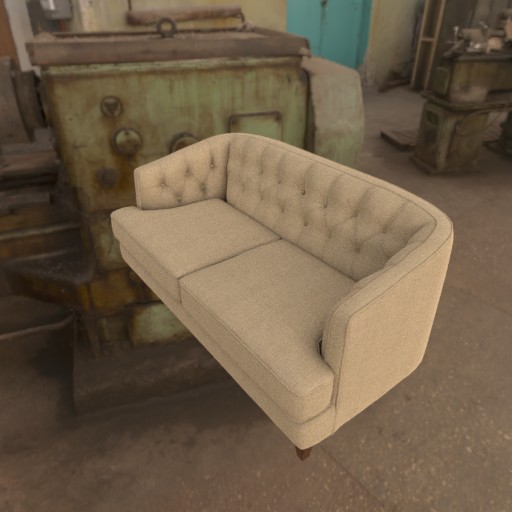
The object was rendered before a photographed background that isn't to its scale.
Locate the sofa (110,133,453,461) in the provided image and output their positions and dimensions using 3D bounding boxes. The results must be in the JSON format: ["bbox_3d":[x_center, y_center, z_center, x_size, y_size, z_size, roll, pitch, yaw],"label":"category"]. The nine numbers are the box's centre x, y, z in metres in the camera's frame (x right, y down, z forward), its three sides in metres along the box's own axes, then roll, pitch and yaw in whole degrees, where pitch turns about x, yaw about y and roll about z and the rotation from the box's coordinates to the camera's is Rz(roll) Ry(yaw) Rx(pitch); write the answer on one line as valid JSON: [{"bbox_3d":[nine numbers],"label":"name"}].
[{"bbox_3d":[0.000,0.000,2.282,0.941,0.855,1.733,-21,37,-31],"label":"sofa"}]
